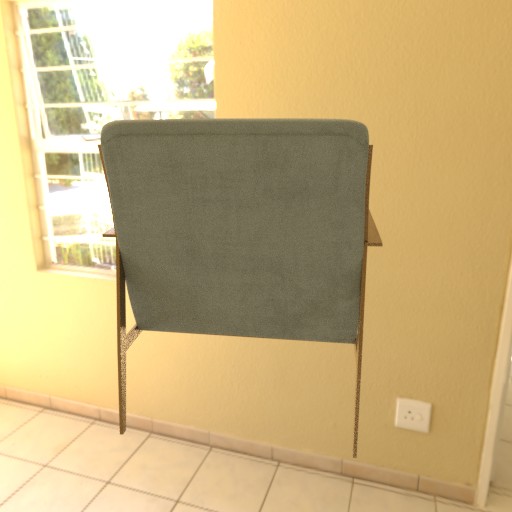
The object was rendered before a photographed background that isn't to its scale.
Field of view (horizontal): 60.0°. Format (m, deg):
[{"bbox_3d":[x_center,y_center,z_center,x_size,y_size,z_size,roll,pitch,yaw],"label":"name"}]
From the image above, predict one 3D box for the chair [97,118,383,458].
[{"bbox_3d":[0.000,0.000,1.445,0.701,0.824,0.842,2,15,8],"label":"chair"}]
